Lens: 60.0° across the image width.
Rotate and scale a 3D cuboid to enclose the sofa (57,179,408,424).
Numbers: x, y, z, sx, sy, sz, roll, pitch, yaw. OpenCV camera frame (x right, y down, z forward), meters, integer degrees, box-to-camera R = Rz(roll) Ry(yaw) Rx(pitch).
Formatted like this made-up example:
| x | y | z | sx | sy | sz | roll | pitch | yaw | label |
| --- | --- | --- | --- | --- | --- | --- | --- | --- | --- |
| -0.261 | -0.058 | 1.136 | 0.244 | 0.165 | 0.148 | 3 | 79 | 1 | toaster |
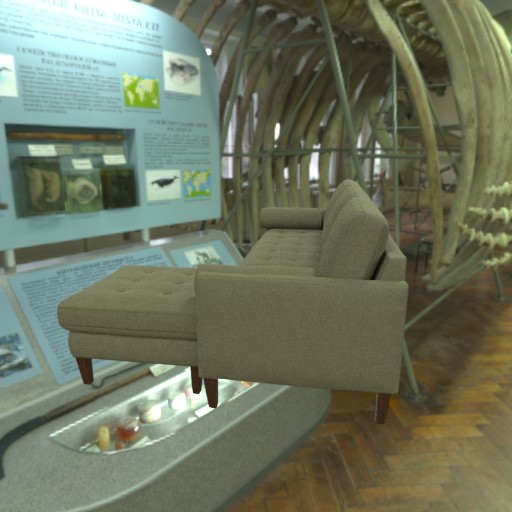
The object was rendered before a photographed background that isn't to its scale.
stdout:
| x | y | z | sx | sy | sz | roll | pitch | yaw | label |
| --- | --- | --- | --- | --- | --- | --- | --- | --- | --- |
| 0.000 | 0.000 | 2.837 | 1.506 | 0.875 | 2.178 | 2 | 14 | 9 | sofa |
